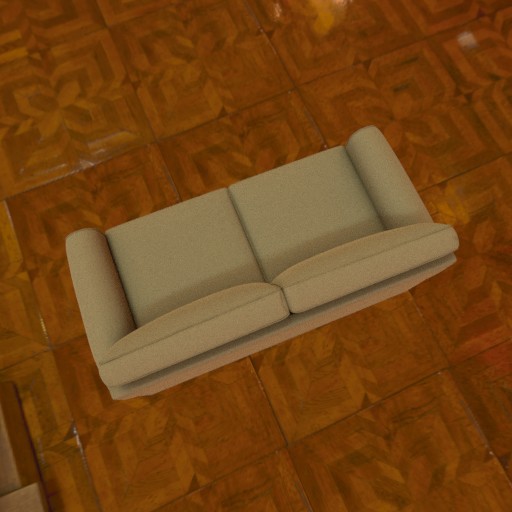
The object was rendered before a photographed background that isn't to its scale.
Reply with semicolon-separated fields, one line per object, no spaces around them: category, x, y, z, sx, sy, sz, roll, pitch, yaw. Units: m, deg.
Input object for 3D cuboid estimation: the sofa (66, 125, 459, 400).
sofa;0.000;0.000;2.460;1.930;0.952;0.940;-21;75;-6
